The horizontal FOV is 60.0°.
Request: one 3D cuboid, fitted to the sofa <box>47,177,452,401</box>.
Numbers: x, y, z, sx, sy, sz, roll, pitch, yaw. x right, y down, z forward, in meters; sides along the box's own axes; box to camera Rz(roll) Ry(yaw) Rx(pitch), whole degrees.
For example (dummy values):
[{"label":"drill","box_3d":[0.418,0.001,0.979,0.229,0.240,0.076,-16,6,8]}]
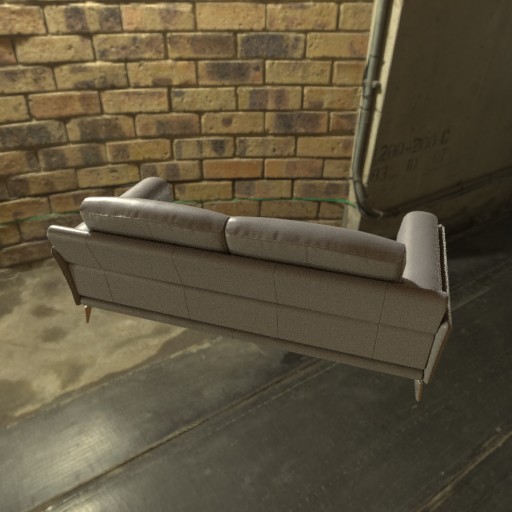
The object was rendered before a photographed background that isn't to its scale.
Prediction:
[{"label":"sofa","box_3d":[0.000,0.000,2.636,2.101,0.930,1.049,10,33,15]}]
